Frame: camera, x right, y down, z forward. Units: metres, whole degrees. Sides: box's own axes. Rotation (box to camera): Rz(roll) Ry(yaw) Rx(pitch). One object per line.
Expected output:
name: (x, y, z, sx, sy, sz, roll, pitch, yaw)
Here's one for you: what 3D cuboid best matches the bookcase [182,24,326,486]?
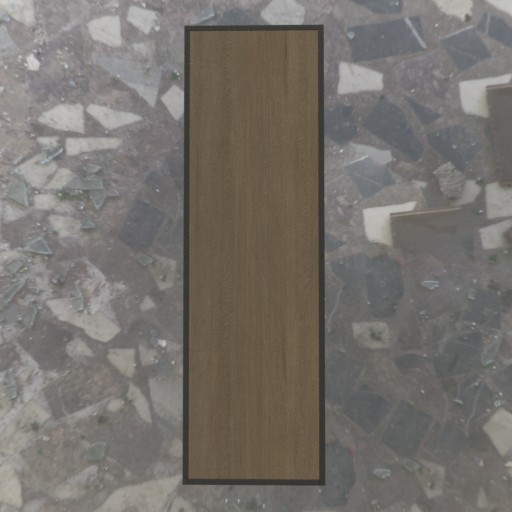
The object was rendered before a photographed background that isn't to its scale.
bookcase: (0.000, 0.000, 1.485, 0.350, 0.780, 1.140, 0, 89, 1)
